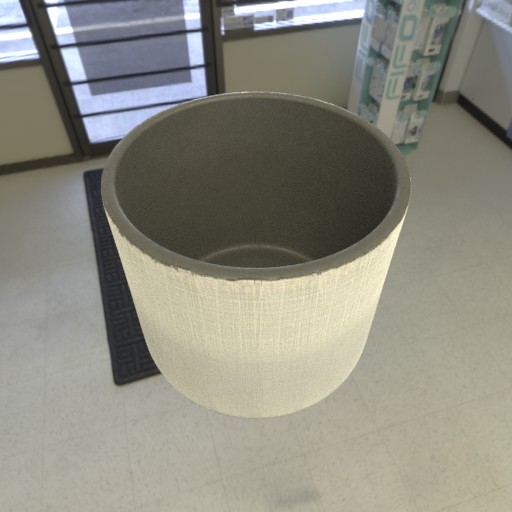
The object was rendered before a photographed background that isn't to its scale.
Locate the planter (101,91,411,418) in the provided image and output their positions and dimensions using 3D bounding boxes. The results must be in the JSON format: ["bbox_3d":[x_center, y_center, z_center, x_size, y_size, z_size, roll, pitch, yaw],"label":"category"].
[{"bbox_3d":[0.000,0.000,0.397,0.226,0.201,0.226,0,47,0],"label":"planter"}]
